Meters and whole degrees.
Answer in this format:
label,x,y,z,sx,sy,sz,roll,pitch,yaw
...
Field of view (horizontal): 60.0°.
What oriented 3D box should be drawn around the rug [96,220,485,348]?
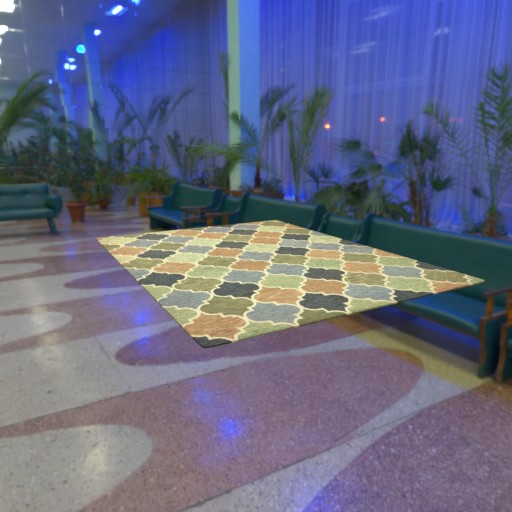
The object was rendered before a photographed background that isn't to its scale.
label,x,y,z,sx,sy,sz,roll,pitch,yaw
rug,0.000,0.000,4.322,2.439,0.013,3.200,-8,17,-28
